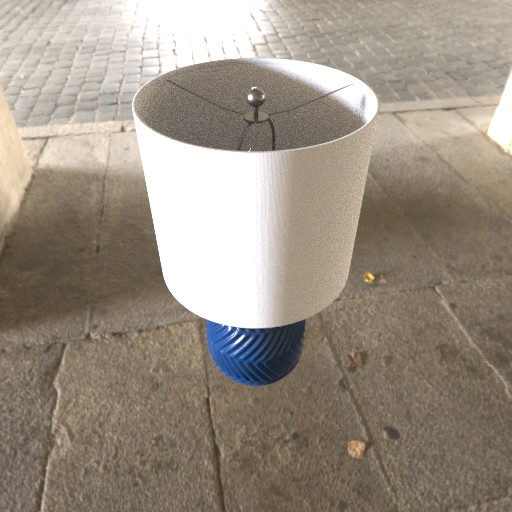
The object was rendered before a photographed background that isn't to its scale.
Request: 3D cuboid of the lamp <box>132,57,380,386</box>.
[{"bbox_3d":[0.000,0.000,0.488,0.203,0.368,0.203,23,46,25],"label":"lamp"}]
